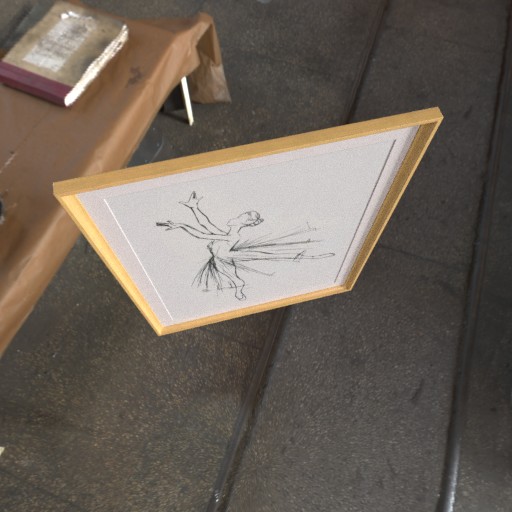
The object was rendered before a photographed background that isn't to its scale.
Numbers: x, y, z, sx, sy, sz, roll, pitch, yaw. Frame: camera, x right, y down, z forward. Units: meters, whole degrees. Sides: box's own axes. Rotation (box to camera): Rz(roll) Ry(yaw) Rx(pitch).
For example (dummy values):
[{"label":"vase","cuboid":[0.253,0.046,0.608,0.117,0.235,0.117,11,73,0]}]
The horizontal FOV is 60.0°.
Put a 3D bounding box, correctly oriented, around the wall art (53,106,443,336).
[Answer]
[{"label":"wall art","cuboid":[0.000,0.000,1.341,0.798,1.002,0.030,-13,65,-6]}]
